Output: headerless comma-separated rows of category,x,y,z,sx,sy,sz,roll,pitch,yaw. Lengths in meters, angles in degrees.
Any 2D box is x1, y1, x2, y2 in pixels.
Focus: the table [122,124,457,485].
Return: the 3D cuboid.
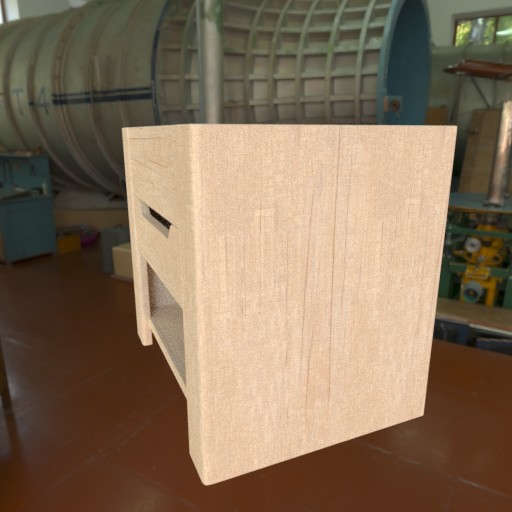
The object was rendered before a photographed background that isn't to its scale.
table,0.000,0.000,0.912,0.420,0.510,0.570,-7,17,-23
